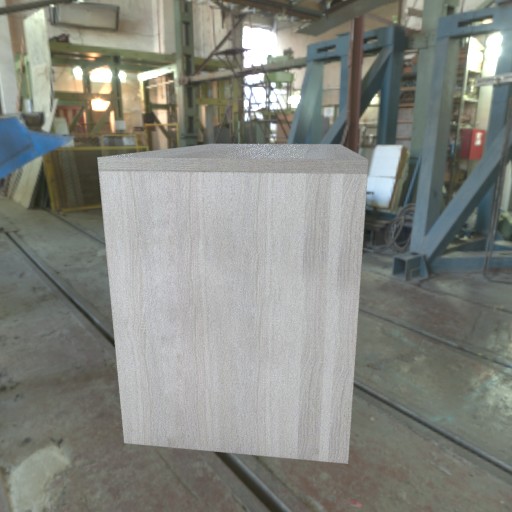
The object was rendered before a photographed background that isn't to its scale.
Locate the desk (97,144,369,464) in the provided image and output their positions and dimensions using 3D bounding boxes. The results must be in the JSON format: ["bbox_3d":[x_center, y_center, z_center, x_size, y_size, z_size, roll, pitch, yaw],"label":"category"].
[{"bbox_3d":[0.000,0.000,1.551,0.600,0.731,1.100,2,16,7],"label":"desk"}]
